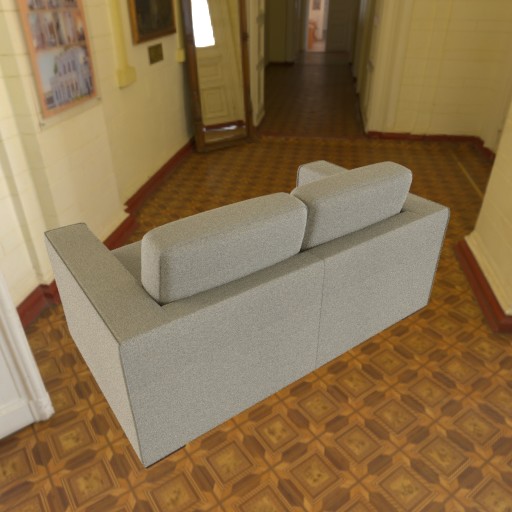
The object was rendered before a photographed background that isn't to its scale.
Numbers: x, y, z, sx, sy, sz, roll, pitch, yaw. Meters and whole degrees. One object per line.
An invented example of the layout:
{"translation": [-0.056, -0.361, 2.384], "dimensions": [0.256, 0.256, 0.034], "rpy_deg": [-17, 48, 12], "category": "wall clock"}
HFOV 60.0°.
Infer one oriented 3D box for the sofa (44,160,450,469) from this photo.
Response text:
{"translation": [0.000, 0.000, 2.326], "dimensions": [1.812, 0.924, 1.007], "rpy_deg": [-20, 36, -30], "category": "sofa"}
